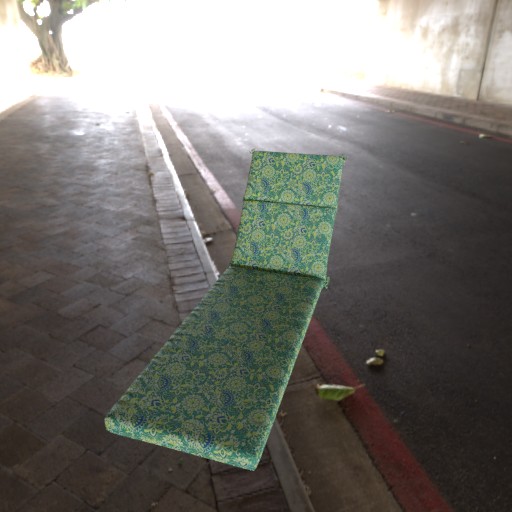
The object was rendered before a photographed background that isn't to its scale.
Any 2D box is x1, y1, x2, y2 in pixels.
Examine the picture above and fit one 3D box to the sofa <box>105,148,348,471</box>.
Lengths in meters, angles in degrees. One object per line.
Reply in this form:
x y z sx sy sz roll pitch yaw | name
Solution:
0.000 0.000 1.962 0.582 0.622 1.663 8 26 16 | sofa
